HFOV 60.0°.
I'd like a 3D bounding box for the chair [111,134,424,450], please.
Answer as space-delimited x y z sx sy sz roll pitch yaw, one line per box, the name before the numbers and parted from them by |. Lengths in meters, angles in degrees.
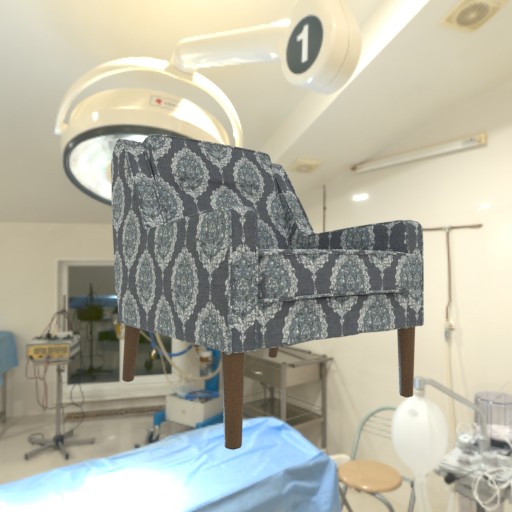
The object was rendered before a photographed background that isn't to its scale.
chair | 0.000 0.000 1.329 0.663 0.792 0.743 0 -1 -36
